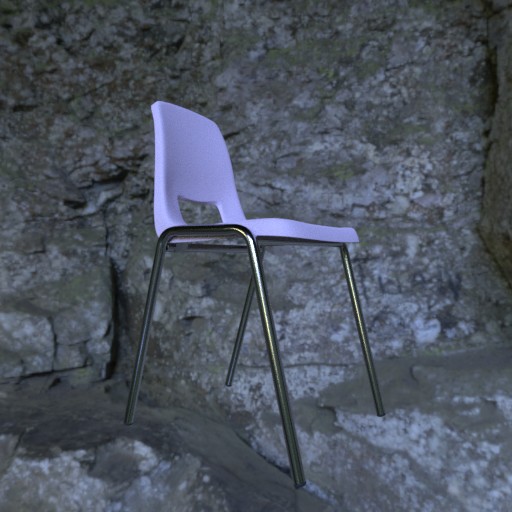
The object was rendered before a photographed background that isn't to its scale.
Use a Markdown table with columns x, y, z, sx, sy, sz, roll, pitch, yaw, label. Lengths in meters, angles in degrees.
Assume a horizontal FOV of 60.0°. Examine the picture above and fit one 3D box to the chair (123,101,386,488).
| x | y | z | sx | sy | sz | roll | pitch | yaw | label |
| --- | --- | --- | --- | --- | --- | --- | --- | --- | --- |
| 0.000 | 0.000 | 0.942 | 0.436 | 0.704 | 0.381 | 0 | 0 | 35 | chair |
